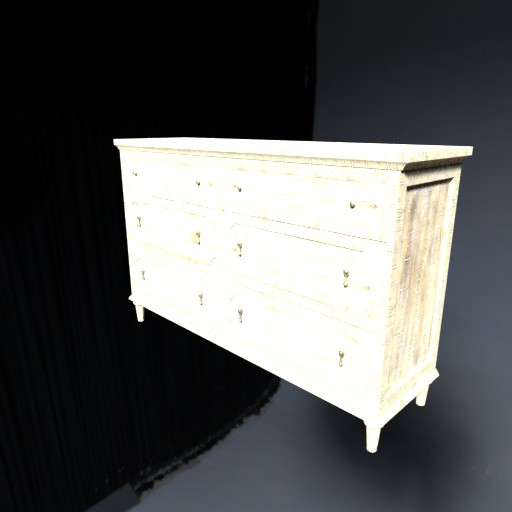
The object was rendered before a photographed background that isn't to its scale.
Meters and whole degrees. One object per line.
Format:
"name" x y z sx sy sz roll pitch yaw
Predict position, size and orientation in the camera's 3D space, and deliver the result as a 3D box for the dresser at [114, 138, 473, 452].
"dresser" 0.000 0.000 2.044 1.626 1.016 0.457 16 23 43
